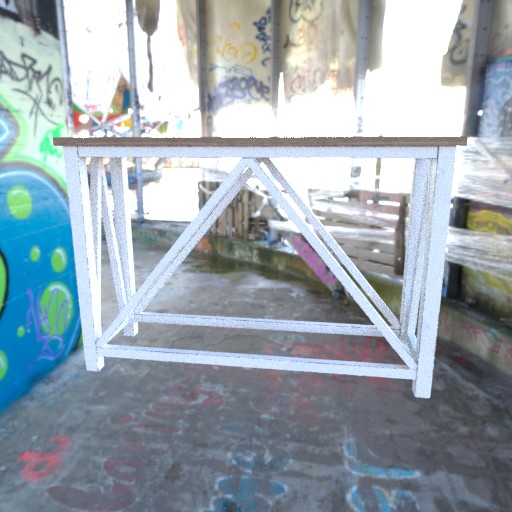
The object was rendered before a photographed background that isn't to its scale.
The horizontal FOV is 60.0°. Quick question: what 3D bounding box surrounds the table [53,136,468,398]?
[{"bbox_3d":[0.000,0.000,1.805,1.400,0.930,0.450,2,14,8],"label":"table"}]
